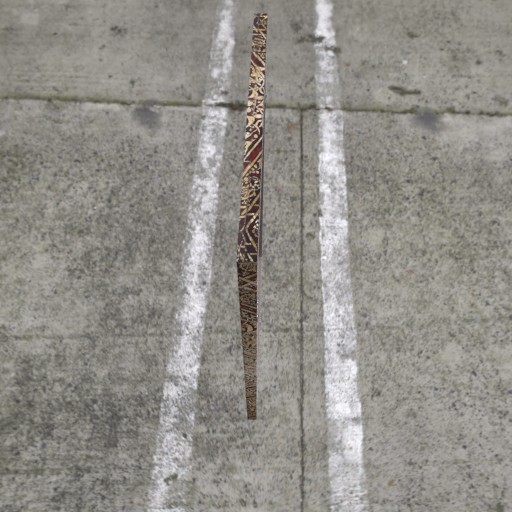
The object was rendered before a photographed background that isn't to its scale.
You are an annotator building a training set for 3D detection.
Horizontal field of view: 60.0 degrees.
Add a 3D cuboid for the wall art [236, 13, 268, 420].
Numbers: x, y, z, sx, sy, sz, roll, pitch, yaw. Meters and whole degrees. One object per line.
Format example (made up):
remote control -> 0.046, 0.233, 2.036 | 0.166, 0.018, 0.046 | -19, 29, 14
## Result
wall art -> 0.000, 0.000, 1.125 | 0.030, 0.904, 0.599 | 2, 57, 1
